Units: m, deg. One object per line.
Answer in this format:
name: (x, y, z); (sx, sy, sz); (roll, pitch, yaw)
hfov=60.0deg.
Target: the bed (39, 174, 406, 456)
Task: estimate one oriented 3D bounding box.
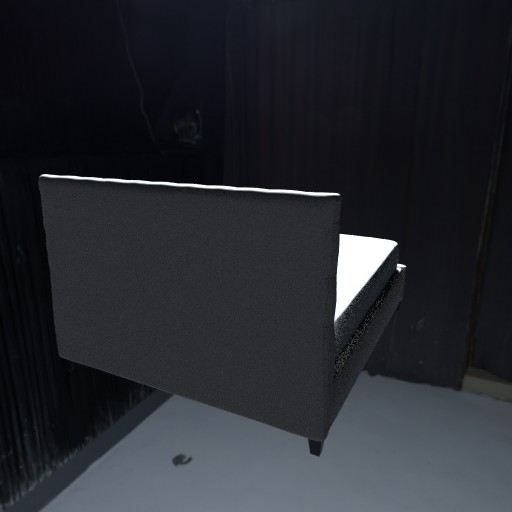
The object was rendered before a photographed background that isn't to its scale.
bed: (0.000, 0.000, 3.656); (2.078, 1.427, 2.387); (8, 18, 26)
